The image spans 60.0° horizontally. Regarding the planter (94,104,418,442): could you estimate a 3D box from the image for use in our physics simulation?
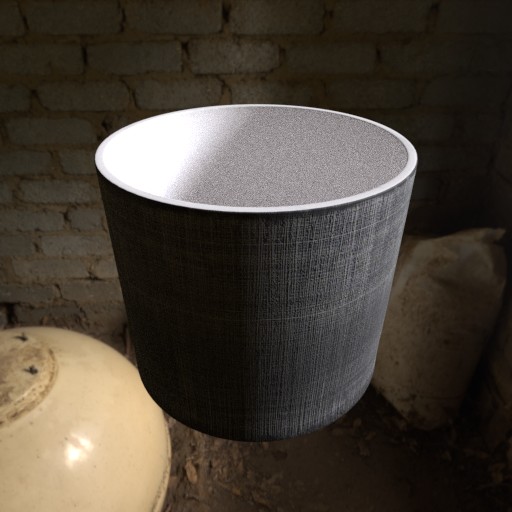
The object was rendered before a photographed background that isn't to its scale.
[{"bbox_3d":[0.000,0.000,0.423,0.254,0.221,0.254,0,32,0],"label":"planter"}]
